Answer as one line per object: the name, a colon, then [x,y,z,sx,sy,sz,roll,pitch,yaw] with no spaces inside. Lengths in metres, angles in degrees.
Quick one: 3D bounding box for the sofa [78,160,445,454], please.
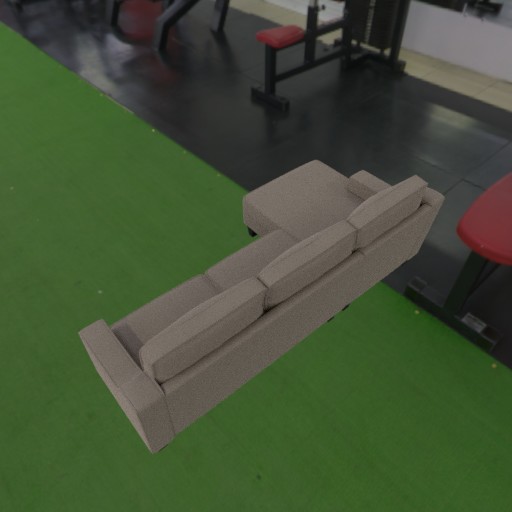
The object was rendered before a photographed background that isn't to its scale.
sofa: [0.000,0.000,3.207,2.561,0.928,1.294,-31,53,-27]
